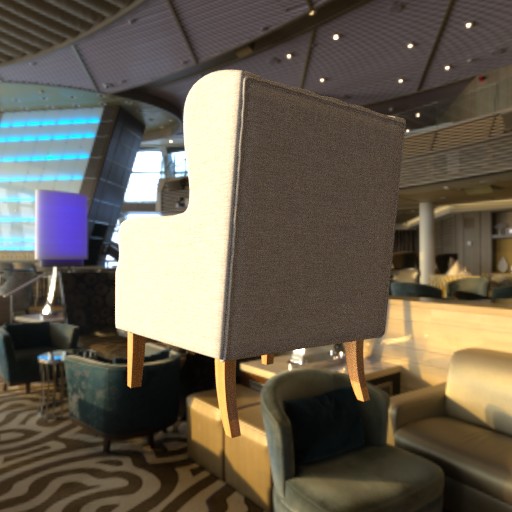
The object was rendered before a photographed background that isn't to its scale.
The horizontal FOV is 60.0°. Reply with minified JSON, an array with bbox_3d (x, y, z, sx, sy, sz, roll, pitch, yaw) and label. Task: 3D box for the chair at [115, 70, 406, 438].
[{"bbox_3d":[0.000,0.000,1.499,0.710,0.930,0.760,0,-1,-36],"label":"chair"}]
